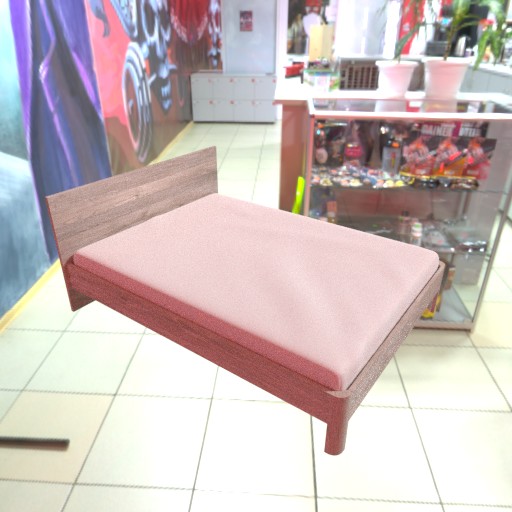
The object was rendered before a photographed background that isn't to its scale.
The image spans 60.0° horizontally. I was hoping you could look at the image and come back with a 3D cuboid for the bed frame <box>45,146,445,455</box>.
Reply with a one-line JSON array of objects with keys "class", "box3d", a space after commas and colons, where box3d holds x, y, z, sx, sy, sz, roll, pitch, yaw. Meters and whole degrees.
[{"class": "bed frame", "box3d": [0.000, 0.000, 2.783, 1.950, 0.800, 1.490, 19, 33, 32]}]
